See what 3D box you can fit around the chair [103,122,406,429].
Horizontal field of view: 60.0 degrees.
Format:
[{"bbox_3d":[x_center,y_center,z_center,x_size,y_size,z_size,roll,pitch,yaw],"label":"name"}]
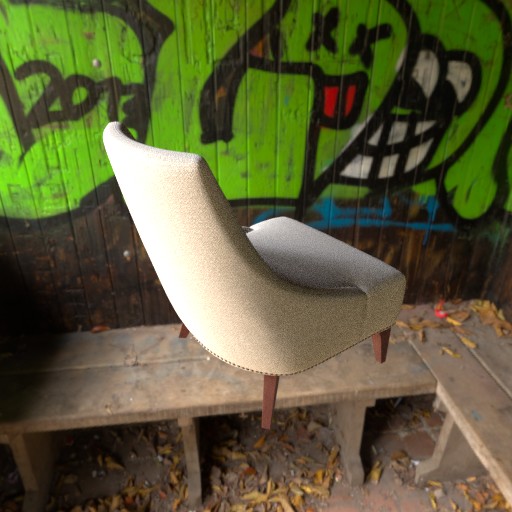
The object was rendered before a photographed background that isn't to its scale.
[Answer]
[{"bbox_3d":[0.000,0.000,1.541,0.861,0.909,0.701,-18,32,-32],"label":"chair"}]
